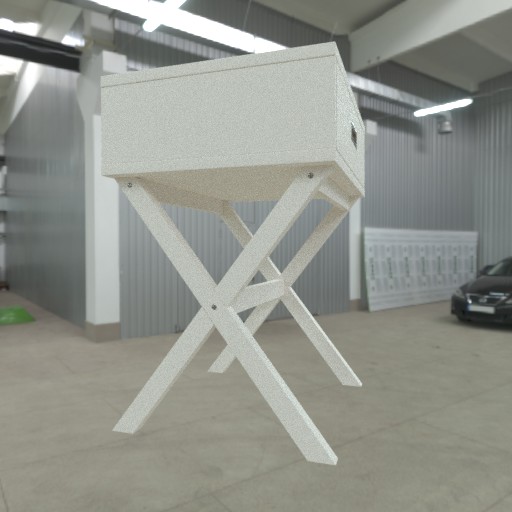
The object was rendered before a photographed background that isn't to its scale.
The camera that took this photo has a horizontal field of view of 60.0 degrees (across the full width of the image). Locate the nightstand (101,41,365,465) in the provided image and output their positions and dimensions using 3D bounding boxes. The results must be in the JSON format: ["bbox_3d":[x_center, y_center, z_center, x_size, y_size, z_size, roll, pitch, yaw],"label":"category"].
[{"bbox_3d":[0.000,0.000,0.928,0.402,0.623,0.479,0,1,19],"label":"nightstand"}]
